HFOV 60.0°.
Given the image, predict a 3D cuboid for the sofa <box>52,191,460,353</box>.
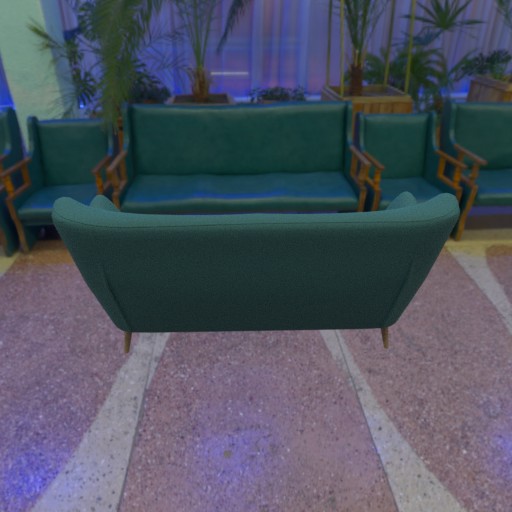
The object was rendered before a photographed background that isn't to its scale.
[{"bbox_3d":[0.000,0.000,2.415,1.930,0.890,0.889,-1,31,-1],"label":"sofa"}]
